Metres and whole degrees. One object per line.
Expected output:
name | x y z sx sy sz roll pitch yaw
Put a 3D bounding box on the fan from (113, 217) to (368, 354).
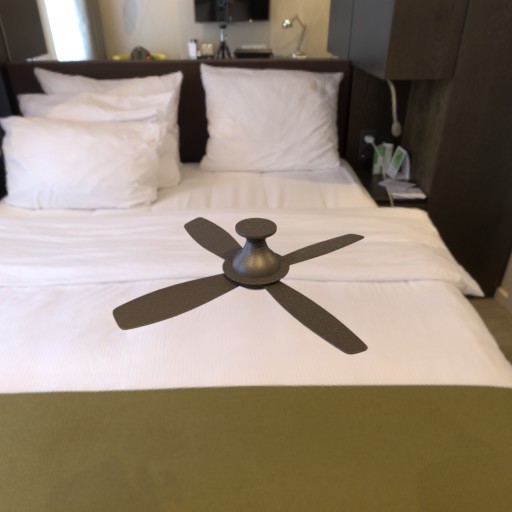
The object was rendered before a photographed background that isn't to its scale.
fan | 0.000 0.000 2.576 1.694 0.382 1.694 -18 34 -29
